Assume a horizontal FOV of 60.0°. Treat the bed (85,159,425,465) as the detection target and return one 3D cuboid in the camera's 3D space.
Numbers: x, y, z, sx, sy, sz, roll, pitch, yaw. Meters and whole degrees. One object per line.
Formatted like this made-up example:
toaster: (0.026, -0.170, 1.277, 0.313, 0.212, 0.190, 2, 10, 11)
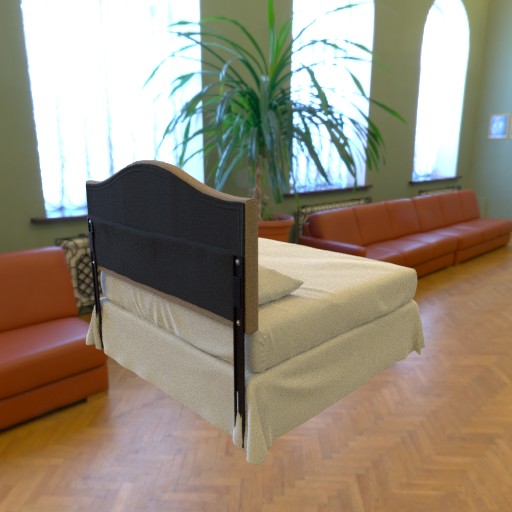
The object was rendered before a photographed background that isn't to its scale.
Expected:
bed: (0.000, 0.000, 3.803, 2.222, 1.651, 2.311, -13, 19, -42)
